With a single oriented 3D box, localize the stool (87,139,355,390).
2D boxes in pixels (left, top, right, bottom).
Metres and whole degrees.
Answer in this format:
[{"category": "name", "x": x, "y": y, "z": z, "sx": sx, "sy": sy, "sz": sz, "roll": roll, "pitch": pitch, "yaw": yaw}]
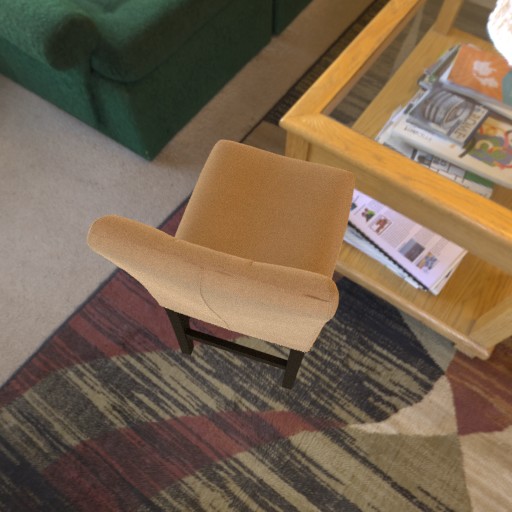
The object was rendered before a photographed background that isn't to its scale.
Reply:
[{"category": "stool", "x": 0.000, "y": 0.000, "z": 1.190, "sx": 0.427, "sy": 0.885, "sz": 0.571, "roll": 16, "pitch": 64, "yaw": 8}]
